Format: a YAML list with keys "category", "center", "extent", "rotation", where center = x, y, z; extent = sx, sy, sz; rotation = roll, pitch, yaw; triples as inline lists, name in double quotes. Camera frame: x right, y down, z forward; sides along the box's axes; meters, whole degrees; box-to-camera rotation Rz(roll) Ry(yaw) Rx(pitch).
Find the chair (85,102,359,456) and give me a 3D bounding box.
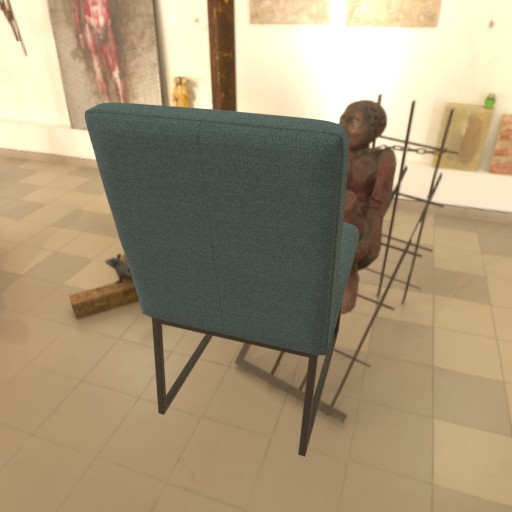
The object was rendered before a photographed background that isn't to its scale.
- category: "chair"
  center: [0.000, 0.000, 1.266]
  extent: [0.520, 0.930, 0.634]
  rotation: [10, 33, 16]
